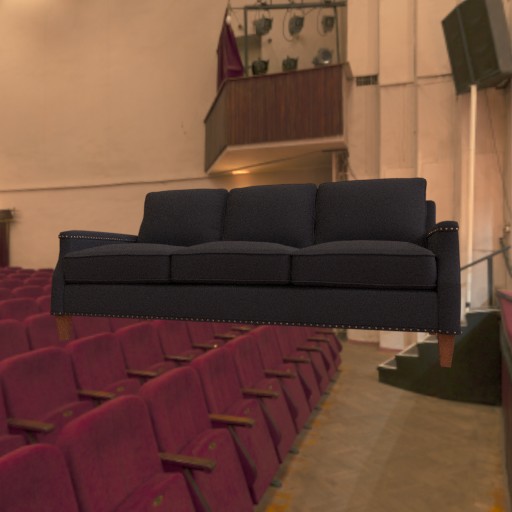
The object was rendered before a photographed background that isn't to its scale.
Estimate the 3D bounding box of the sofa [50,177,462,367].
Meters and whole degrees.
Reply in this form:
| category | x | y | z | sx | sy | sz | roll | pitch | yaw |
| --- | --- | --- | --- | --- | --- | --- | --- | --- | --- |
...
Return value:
| category | x | y | z | sx | sy | sz | roll | pitch | yaw |
| --- | --- | --- | --- | --- | --- | --- | --- | --- | --- |
| sofa | 0.000 | 0.000 | 2.776 | 2.246 | 1.003 | 1.084 | 0 | 0 | 18 |
